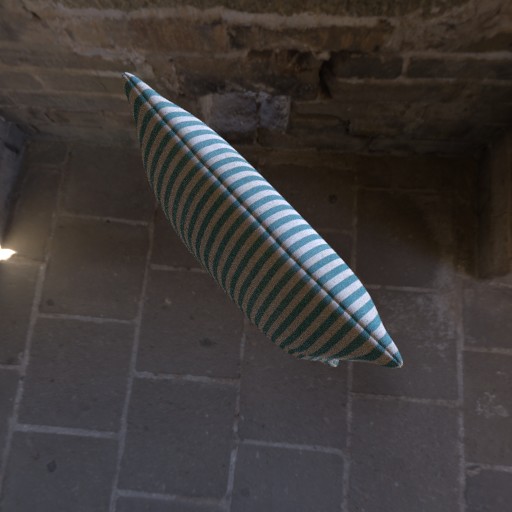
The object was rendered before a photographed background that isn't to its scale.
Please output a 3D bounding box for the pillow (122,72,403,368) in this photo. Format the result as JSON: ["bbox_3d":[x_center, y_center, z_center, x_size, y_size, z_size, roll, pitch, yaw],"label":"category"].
[{"bbox_3d":[0.000,0.000,0.795,0.166,0.510,0.523,-41,80,-9],"label":"pillow"}]
